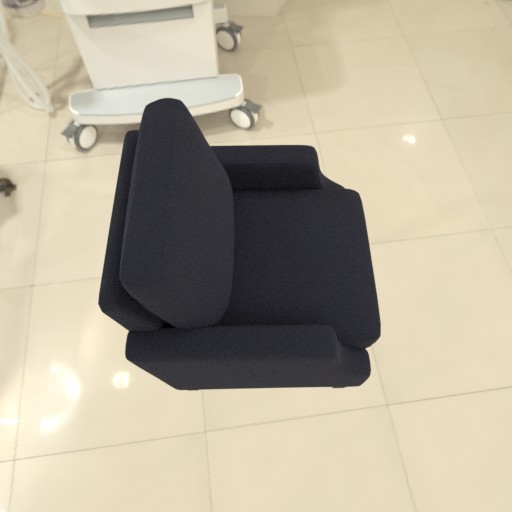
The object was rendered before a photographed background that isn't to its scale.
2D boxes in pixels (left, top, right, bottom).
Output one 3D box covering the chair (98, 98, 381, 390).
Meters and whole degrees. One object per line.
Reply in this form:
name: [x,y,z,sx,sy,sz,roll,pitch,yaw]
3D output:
chair: [0.000,0.000,1.669,0.897,0.991,0.855,-1,62,0]
